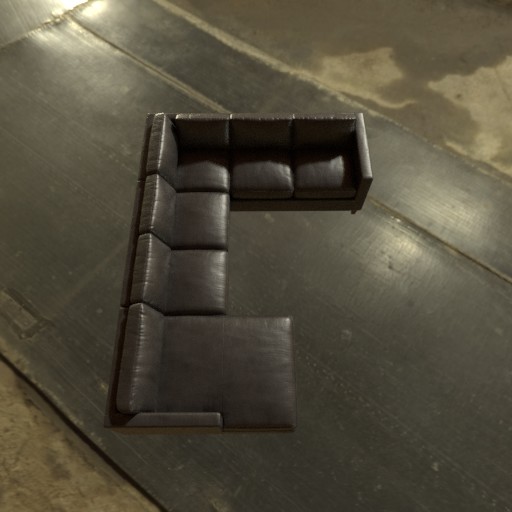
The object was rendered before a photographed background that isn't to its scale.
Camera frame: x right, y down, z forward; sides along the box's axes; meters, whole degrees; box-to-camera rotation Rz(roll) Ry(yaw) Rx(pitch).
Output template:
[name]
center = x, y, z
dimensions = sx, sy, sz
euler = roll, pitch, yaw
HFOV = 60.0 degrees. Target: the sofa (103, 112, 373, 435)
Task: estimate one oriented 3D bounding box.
[sofa]
center = 0.000, 0.000, 4.510
dimensions = 2.452, 0.891, 3.324
euler = 0, 63, 0
